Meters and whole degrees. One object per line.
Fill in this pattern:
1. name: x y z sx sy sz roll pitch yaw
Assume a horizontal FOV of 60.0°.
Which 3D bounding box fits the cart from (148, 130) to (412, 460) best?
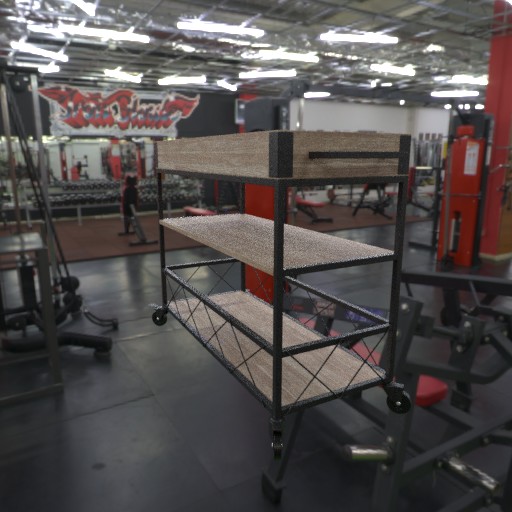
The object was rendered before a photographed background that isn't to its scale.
1. cart: 0.000 0.000 1.536 0.500 0.787 1.101 -7 15 -28
